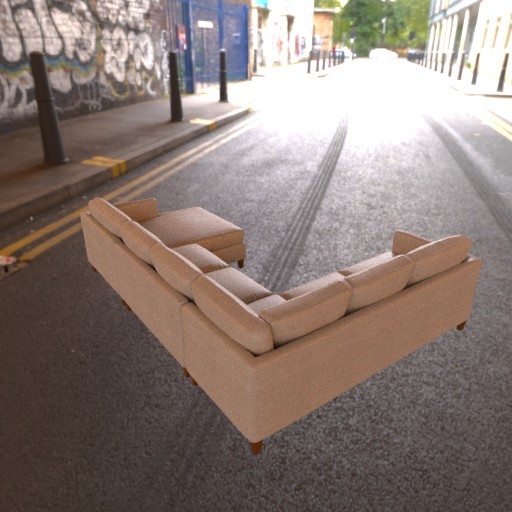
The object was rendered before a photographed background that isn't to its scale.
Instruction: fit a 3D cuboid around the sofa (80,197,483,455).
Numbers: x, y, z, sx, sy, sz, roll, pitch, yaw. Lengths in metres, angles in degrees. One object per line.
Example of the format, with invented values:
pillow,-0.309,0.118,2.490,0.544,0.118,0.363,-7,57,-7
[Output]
sofa,0.000,0.000,4.641,2.594,0.961,3.460,-17,30,-32
